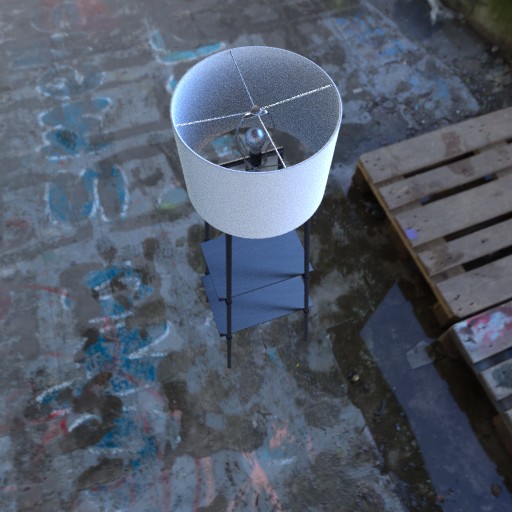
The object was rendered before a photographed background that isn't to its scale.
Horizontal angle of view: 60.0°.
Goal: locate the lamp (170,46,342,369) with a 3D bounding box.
[{"bbox_3d":[0.000,0.000,1.626,0.427,1.474,0.384,-17,65,-9],"label":"lamp"}]
